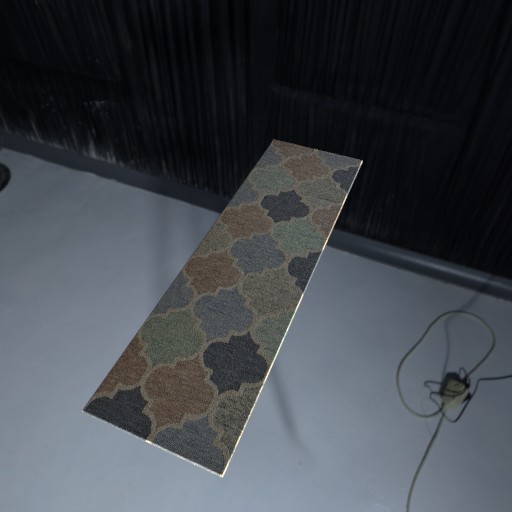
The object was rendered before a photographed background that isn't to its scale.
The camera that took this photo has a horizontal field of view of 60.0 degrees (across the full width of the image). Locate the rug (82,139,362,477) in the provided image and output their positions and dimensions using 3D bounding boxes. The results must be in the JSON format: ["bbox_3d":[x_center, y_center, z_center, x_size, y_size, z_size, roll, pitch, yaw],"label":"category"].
[{"bbox_3d":[0.000,0.000,2.557,0.687,0.011,2.287,17,50,15],"label":"rug"}]
